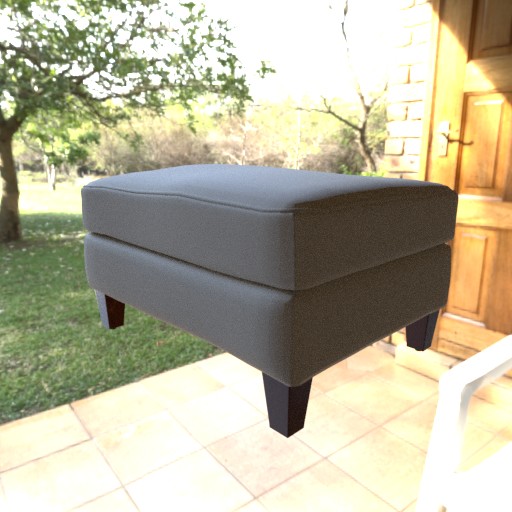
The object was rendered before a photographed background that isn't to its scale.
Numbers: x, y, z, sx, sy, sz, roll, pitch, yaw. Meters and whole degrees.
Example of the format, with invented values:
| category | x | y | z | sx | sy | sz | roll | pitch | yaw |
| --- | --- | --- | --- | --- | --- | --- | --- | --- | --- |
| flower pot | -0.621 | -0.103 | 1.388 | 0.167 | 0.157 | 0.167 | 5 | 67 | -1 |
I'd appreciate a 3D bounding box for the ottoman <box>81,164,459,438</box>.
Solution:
| category | x | y | z | sx | sy | sz | roll | pitch | yaw |
| --- | --- | --- | --- | --- | --- | --- | --- | --- | --- |
| ottoman | 0.000 | 0.000 | 1.192 | 0.634 | 0.479 | 0.818 | -12 | 18 | -42 |
